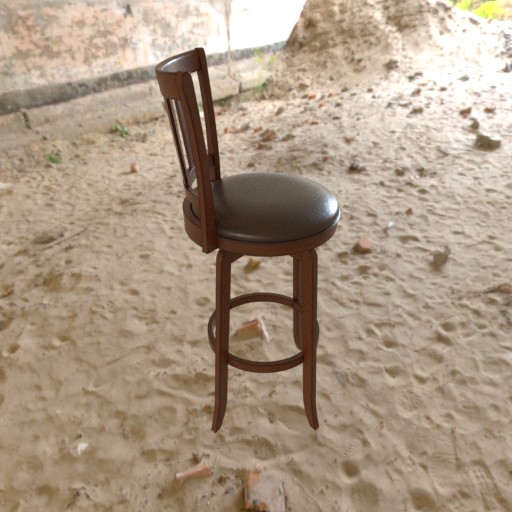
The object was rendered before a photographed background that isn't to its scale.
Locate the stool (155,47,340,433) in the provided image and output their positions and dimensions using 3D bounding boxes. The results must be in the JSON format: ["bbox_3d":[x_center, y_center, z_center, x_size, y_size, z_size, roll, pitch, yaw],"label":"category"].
[{"bbox_3d":[0.000,0.000,1.426,0.503,1.177,0.464,-1,31,-2],"label":"stool"}]
